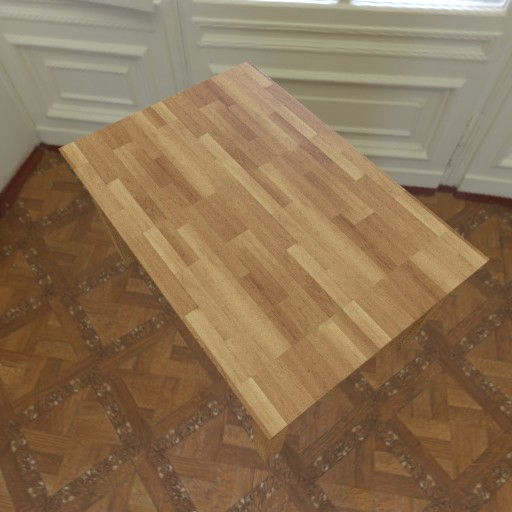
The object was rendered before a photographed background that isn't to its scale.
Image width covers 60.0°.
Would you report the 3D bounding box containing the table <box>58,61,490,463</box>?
[{"bbox_3d":[0.000,0.000,1.871,0.900,0.750,1.300,-33,64,-19],"label":"table"}]
